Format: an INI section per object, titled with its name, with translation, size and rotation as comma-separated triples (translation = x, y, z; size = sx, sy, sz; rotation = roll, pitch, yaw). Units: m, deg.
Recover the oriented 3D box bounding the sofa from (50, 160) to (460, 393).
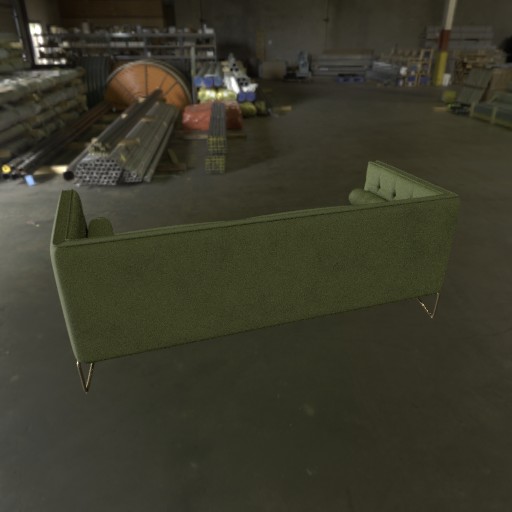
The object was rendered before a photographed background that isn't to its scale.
[sofa]
translation = 0.000, 0.000, 2.609
size = 2.087, 0.789, 0.867
rotation = -9, 28, -17
